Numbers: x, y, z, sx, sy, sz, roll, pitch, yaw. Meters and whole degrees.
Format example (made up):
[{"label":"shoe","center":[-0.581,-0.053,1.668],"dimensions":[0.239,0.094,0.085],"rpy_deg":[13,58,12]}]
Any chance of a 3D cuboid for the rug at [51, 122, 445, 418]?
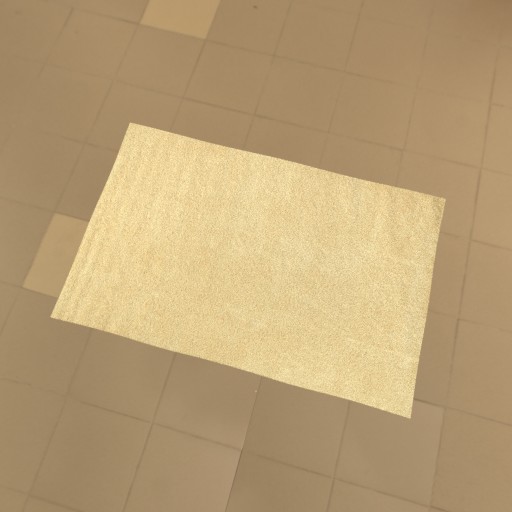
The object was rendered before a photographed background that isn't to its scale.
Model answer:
[{"label":"rug","center":[0.000,0.000,2.993],"dimensions":[2.346,0.025,1.500],"rpy_deg":[15,74,4]}]
